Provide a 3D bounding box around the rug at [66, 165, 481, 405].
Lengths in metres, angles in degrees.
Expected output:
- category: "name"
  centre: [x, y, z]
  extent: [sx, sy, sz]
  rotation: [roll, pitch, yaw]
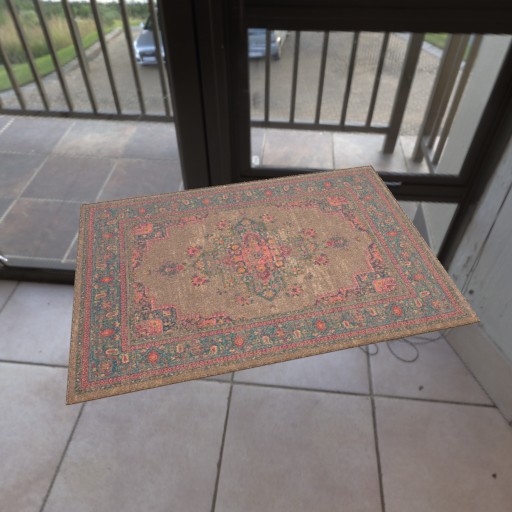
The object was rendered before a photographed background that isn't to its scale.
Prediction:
- category: "rug"
  centre: [0.000, 0.000, 3.664]
  extent: [2.890, 0.013, 2.005]
  rotation: [-9, 47, -9]
